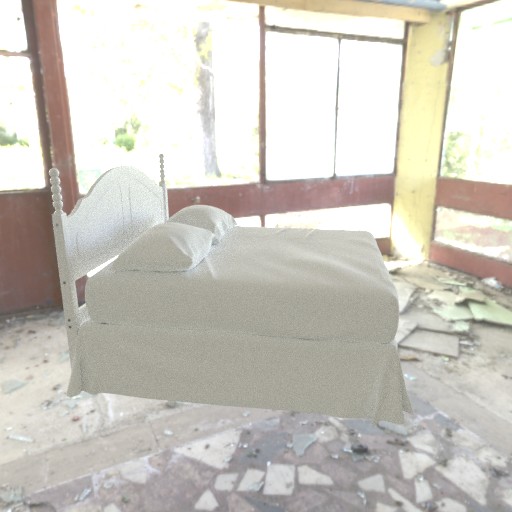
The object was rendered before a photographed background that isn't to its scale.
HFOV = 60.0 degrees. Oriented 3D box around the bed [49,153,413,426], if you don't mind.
[{"bbox_3d":[0.000,0.000,3.209,2.040,1.356,1.873,3,16,9],"label":"bed"}]
